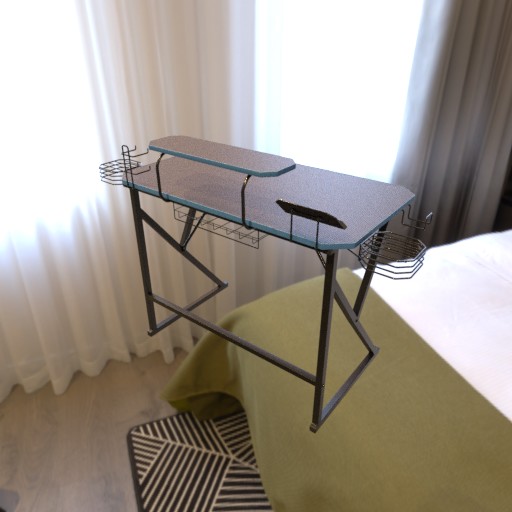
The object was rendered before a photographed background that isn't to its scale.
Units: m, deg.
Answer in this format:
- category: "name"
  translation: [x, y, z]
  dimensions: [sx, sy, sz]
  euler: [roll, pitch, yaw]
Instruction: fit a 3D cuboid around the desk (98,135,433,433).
- category: "desk"
  translation: [0.000, 0.000, 1.722]
  dimensions: [1.295, 0.909, 0.594]
  euler: [20, 35, 32]
